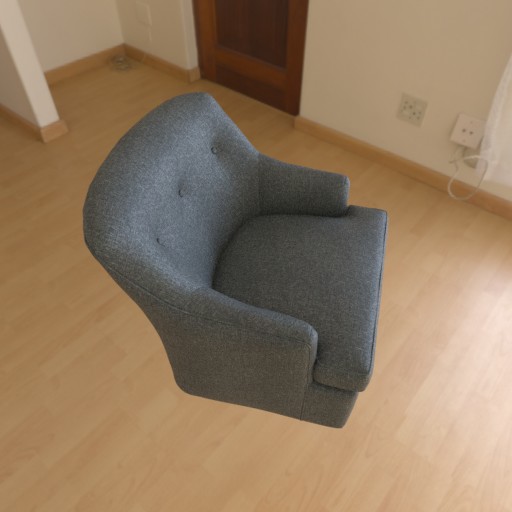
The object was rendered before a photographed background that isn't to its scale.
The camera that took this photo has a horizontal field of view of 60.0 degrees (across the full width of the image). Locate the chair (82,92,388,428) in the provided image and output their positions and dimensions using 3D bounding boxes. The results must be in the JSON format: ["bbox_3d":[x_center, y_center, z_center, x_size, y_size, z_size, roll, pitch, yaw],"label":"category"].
[{"bbox_3d":[0.000,0.000,1.621,0.923,0.856,0.864,11,48,10],"label":"chair"}]
